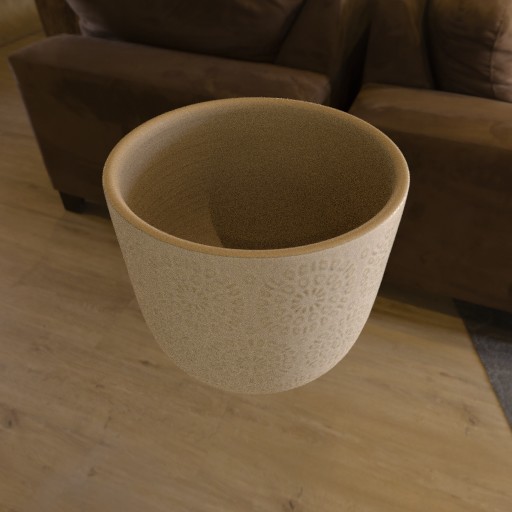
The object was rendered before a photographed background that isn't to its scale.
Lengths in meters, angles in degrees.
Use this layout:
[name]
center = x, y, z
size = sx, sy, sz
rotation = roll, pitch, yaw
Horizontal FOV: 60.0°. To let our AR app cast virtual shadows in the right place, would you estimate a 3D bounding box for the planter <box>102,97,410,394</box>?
[planter]
center = 0.000, 0.000, 0.303
size = 0.170, 0.152, 0.170
rotation = 0, 42, 0
